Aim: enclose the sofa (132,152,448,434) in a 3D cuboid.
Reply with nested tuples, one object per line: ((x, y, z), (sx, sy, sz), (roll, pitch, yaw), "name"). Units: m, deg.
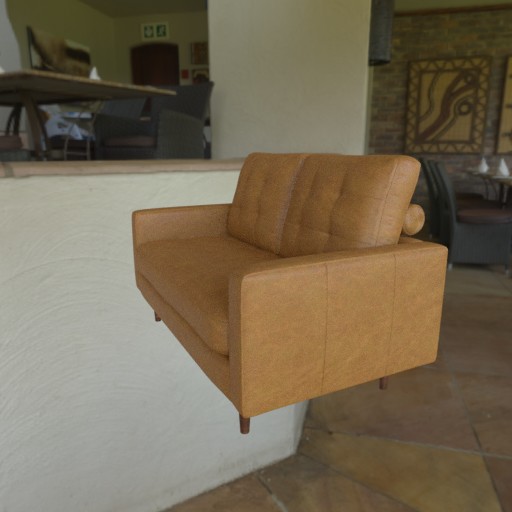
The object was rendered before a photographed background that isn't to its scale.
((0.000, 0.000, 1.995), (0.868, 0.898, 1.430), (-7, 15, -26), "sofa")
